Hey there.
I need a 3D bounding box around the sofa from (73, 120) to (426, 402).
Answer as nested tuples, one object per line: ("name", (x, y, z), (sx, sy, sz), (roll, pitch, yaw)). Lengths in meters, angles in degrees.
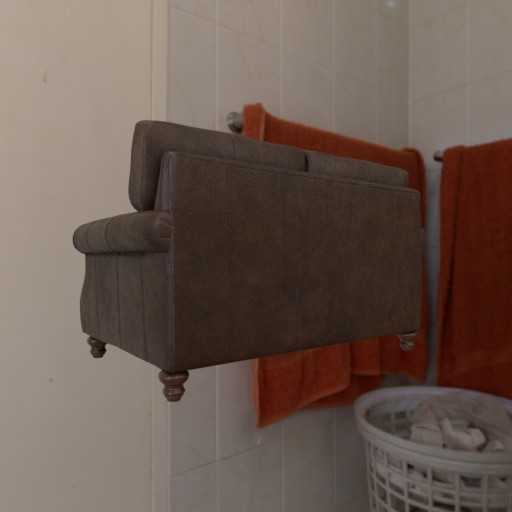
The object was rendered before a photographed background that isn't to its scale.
("sofa", (0.000, 0.000, 2.241), (1.616, 0.976, 0.990), (0, 0, -37))
